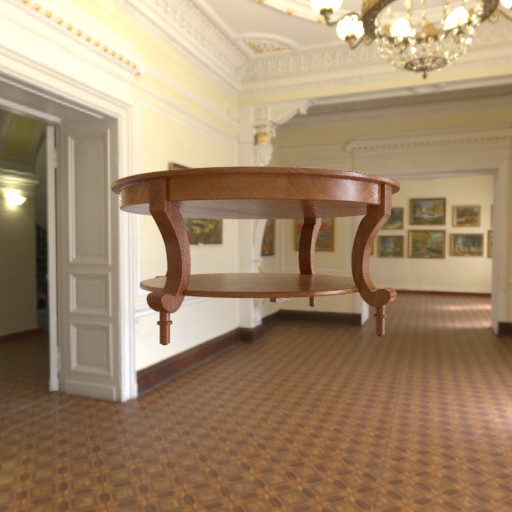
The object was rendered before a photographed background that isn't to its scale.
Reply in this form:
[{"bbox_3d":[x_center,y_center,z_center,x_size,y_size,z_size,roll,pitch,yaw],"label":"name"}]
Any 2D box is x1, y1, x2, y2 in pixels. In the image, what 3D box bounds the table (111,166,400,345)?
[{"bbox_3d":[0.000,0.000,1.656,1.029,0.490,1.029,0,2,0],"label":"table"}]
